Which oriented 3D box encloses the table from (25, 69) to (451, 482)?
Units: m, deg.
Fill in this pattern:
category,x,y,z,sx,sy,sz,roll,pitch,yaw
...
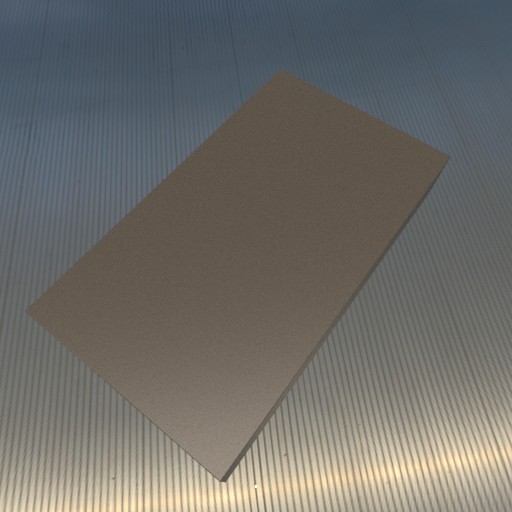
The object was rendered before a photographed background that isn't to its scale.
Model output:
category,x,y,z,sx,sy,sz,roll,pitch,yaw
table,0.000,0.000,1.517,0.703,0.404,1.201,34,67,16
